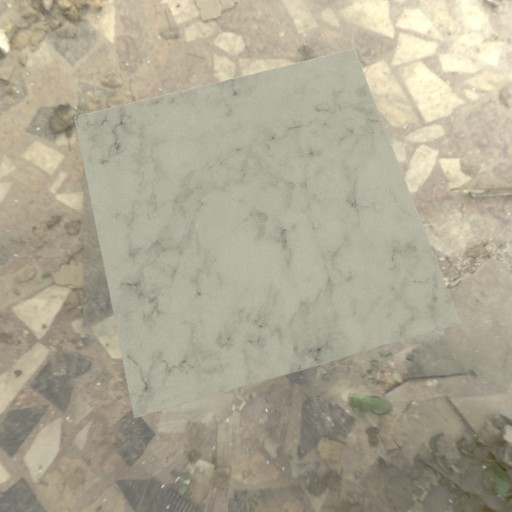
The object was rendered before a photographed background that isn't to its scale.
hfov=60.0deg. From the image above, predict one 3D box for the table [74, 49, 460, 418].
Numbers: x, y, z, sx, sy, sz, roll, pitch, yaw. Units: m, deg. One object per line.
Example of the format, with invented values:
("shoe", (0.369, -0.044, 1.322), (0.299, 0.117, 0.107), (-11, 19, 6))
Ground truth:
("table", (0.000, 0.000, 0.878), (0.450, 0.500, 0.450), (-15, 77, -4))
